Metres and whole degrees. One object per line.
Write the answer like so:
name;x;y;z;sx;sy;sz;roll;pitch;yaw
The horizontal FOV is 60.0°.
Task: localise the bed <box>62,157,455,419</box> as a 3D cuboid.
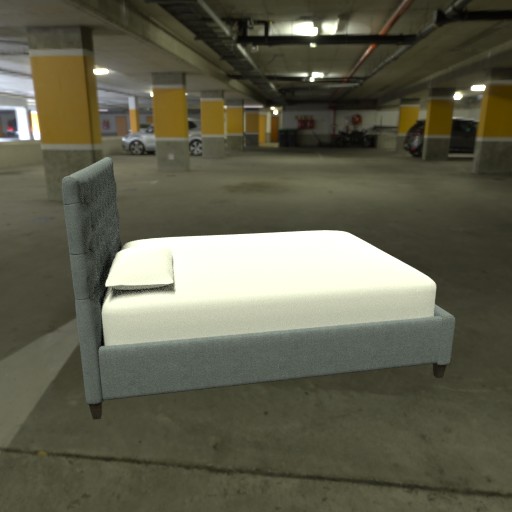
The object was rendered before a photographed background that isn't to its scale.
bed;0.000;0.000;3.390;2.335;1.411;1.698;-3;16;-11
